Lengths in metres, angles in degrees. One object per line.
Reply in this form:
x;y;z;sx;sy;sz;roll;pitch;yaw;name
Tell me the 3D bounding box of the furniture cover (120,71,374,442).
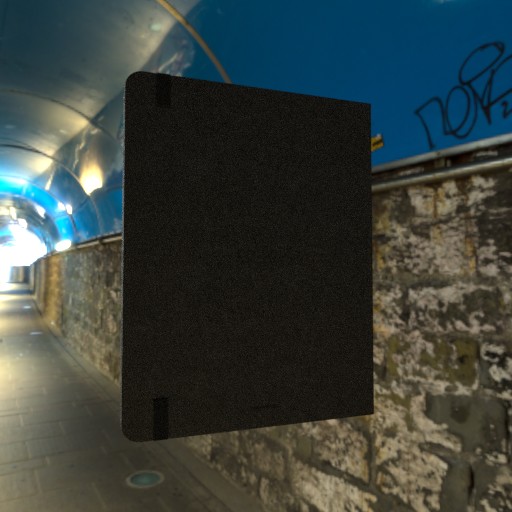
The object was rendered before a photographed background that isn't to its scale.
0.000;0.000;0.374;0.216;0.281;0.023;1;-2;-19;furniture cover
